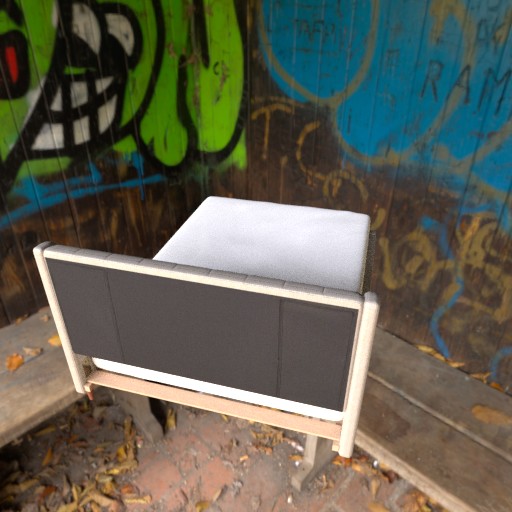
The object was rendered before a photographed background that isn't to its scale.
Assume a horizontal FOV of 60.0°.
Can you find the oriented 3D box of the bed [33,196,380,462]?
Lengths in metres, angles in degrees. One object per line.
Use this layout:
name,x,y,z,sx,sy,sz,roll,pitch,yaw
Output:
bed,0.000,0.000,3.167,1.656,1.147,2.232,8,33,13
